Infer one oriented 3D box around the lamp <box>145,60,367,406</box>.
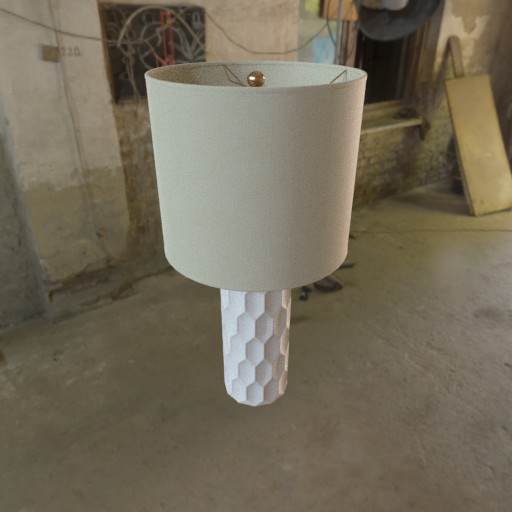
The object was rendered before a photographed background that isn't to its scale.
[{"bbox_3d":[0.000,0.000,0.693,0.277,0.537,0.277,8,30,14],"label":"lamp"}]
